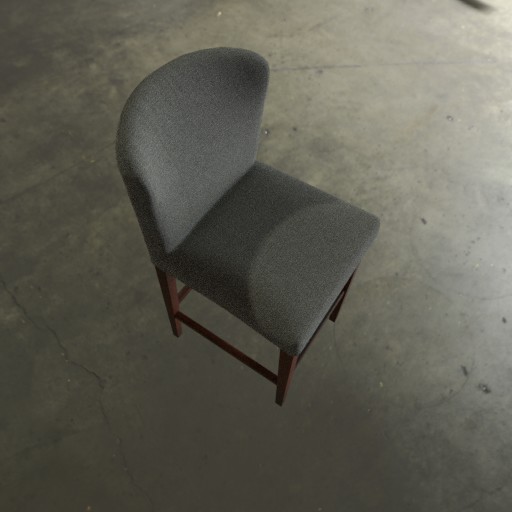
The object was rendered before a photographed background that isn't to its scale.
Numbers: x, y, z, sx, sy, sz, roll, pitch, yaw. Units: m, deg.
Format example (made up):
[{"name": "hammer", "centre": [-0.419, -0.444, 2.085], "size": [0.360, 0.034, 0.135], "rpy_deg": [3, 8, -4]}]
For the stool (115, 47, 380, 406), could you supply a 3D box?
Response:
[{"name": "stool", "centre": [0.000, 0.000, 1.358], "size": [0.568, 1.069, 0.486], "rpy_deg": [30, 62, 18]}]
